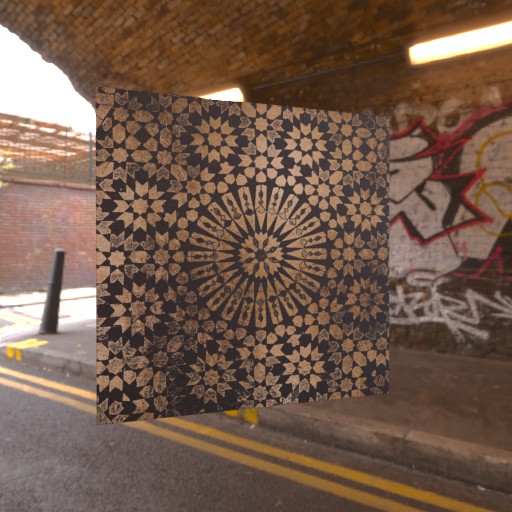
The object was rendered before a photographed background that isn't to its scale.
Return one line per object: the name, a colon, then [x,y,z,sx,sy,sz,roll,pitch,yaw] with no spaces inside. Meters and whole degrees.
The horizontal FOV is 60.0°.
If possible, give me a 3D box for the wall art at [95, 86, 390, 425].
wall art: [0.000,0.000,1.345,0.914,0.914,0.038,0,1,-17]
